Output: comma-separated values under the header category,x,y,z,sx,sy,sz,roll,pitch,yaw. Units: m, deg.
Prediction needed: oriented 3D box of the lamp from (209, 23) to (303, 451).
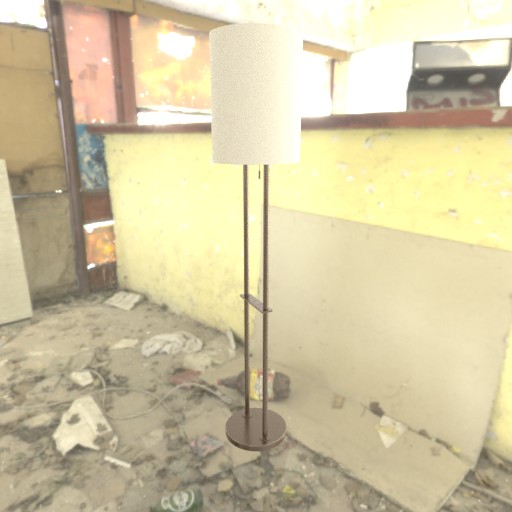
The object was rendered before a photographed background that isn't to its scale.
category,x,y,z,sx,sy,sz,roll,pitch,yaw
lamp,0.000,0.000,1.643,0.305,1.500,0.306,-7,17,-25
